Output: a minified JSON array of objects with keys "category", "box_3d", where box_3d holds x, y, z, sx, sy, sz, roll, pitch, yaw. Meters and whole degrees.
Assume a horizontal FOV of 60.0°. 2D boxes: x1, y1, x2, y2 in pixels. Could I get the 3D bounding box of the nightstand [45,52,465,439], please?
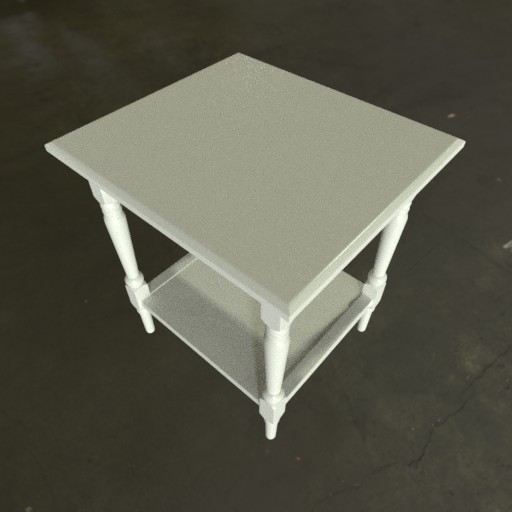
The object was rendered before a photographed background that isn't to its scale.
[{"category":"nightstand","box_3d":[0.000,0.000,0.918,0.505,0.555,0.459,33,56,26]}]
